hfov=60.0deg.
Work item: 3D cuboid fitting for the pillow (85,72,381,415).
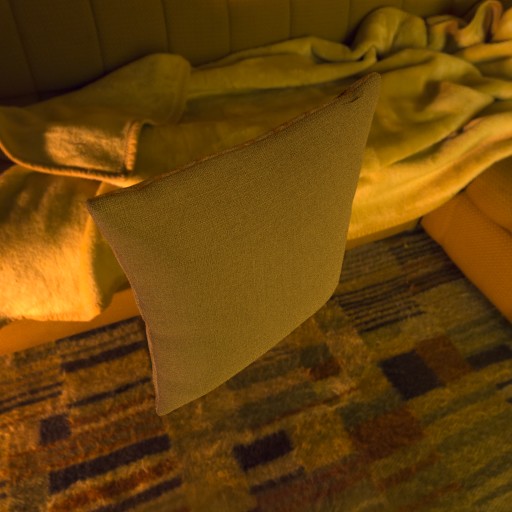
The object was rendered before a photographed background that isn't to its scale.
[{"bbox_3d":[0.000,0.000,0.655,0.429,0.436,0.159,-33,55,-28],"label":"pillow"}]
